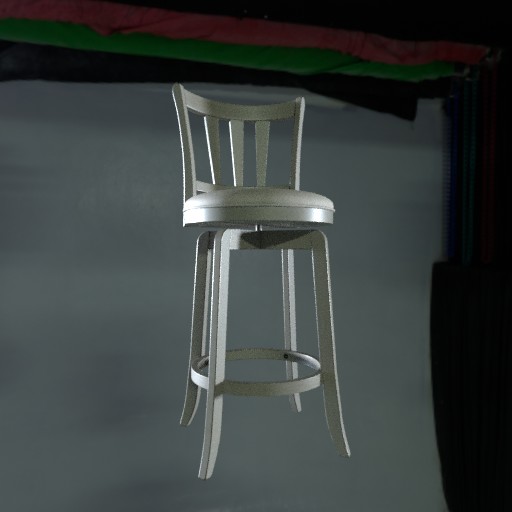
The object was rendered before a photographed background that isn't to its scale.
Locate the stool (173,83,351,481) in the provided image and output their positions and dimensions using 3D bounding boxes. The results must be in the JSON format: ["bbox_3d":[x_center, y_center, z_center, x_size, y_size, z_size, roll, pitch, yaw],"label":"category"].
[{"bbox_3d":[0.000,0.000,1.275,0.436,1.042,0.475,0,1,-17],"label":"stool"}]
